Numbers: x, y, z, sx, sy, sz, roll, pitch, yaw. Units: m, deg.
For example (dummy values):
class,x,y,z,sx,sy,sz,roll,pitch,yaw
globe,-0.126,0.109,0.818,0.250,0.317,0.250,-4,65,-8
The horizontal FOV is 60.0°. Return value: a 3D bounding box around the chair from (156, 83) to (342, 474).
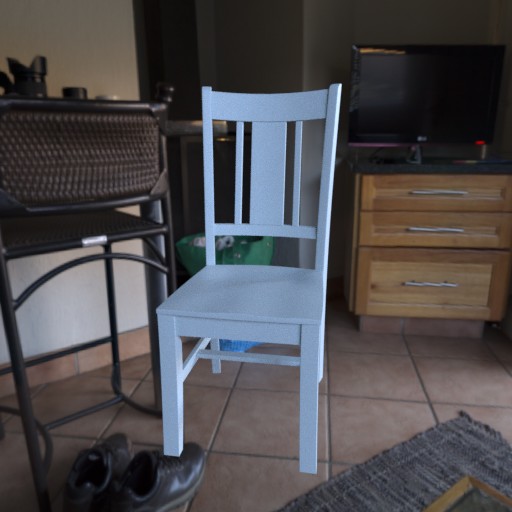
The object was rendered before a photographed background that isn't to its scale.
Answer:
class,x,y,z,sx,sy,sz,roll,pitch,yaw
chair,0.000,0.000,1.299,0.450,0.998,0.555,3,15,10
